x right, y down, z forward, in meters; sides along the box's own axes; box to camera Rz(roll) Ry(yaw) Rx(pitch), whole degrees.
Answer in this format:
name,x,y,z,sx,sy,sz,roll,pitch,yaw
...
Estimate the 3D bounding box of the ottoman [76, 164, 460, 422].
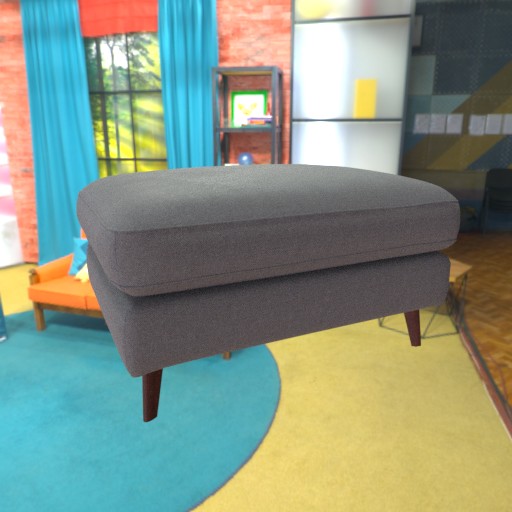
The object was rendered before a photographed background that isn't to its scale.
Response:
name,x,y,z,sx,sy,sz,roll,pitch,yaw
ottoman,0.000,0.000,1.145,0.811,0.449,0.608,-8,17,-25
